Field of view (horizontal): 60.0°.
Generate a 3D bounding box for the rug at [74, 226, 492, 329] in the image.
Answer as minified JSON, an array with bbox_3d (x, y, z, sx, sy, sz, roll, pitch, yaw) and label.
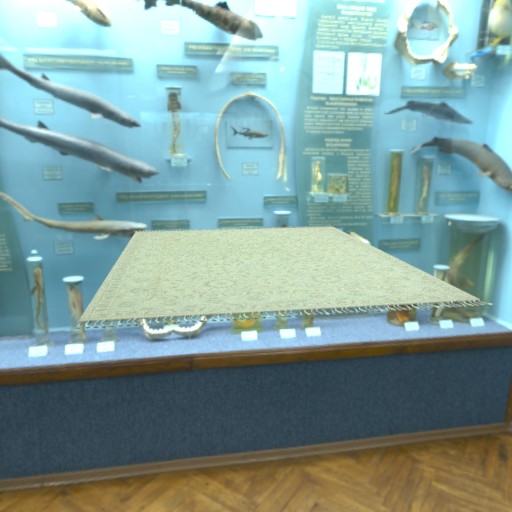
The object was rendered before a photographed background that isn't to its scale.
[{"bbox_3d":[0.000,0.000,3.942,2.444,0.013,3.043,-2,13,-9],"label":"rug"}]
